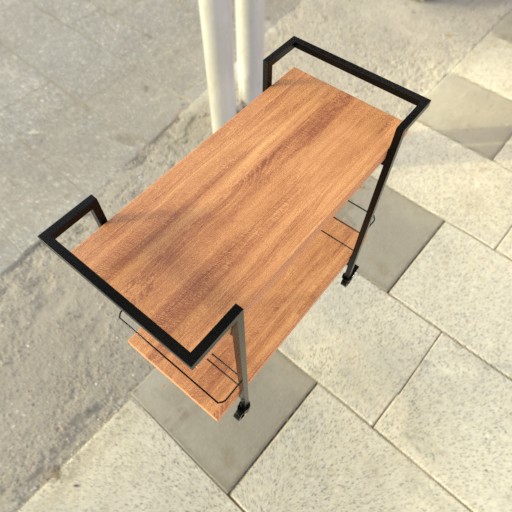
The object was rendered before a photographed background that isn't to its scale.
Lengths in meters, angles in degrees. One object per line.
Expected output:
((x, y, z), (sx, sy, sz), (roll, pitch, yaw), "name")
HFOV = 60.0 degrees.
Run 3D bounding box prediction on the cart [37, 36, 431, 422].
((0.000, 0.000, 1.251), (0.406, 0.762, 0.806), (35, 65, 19), "cart")
